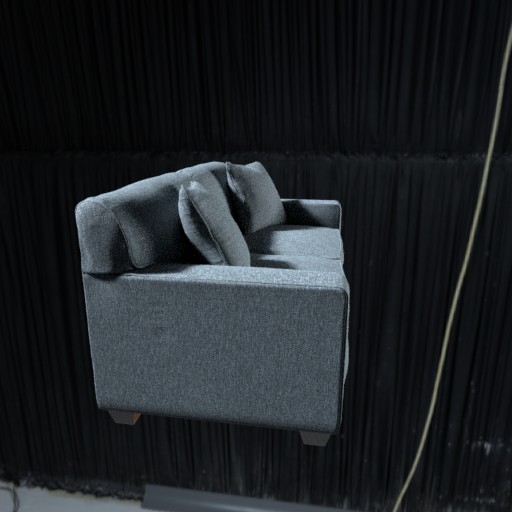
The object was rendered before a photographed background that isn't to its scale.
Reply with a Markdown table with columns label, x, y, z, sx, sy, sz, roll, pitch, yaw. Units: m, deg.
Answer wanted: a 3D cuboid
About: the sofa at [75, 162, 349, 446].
| label | x | y | z | sx | sy | sz | roll | pitch | yaw |
| --- | --- | --- | --- | --- | --- | --- | --- | --- | --- |
| sofa | 0.000 | 0.000 | 2.431 | 0.998 | 0.958 | 1.846 | 3 | 16 | 9 |
